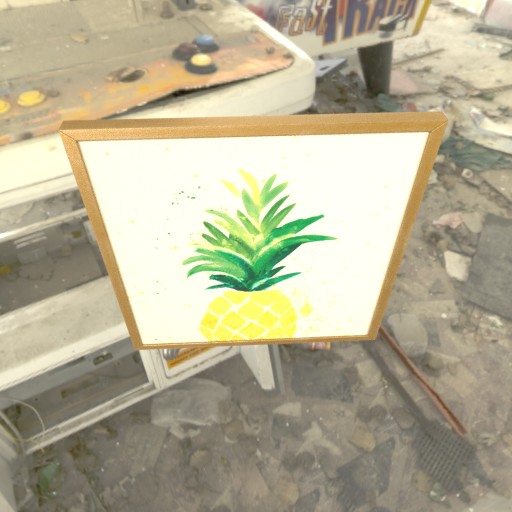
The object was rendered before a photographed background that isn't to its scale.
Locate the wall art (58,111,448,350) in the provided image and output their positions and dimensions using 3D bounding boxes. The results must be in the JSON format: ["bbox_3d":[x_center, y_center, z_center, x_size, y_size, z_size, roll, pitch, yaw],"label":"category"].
[{"bbox_3d":[0.000,0.000,1.146,0.762,0.760,0.037,-2,45,-2],"label":"wall art"}]
